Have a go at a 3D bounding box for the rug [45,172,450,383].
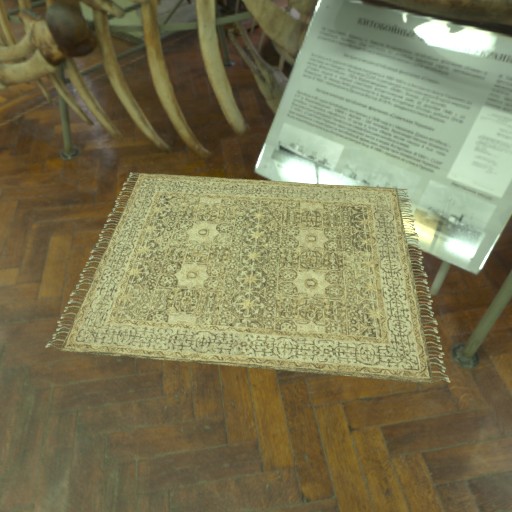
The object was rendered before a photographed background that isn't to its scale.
[{"bbox_3d":[0.000,0.000,4.385,3.291,0.017,2.431,4,47,4],"label":"rug"}]
